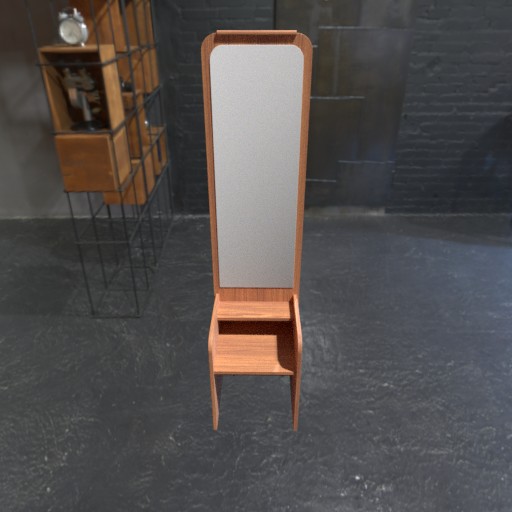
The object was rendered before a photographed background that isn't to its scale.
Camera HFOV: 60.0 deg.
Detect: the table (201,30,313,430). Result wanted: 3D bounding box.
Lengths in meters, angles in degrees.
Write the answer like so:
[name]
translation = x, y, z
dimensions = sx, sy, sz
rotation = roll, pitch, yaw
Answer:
[table]
translation = 0.000, 0.000, 2.030
dimensions = 0.450, 1.830, 0.420
rotation = 0, 29, 1
